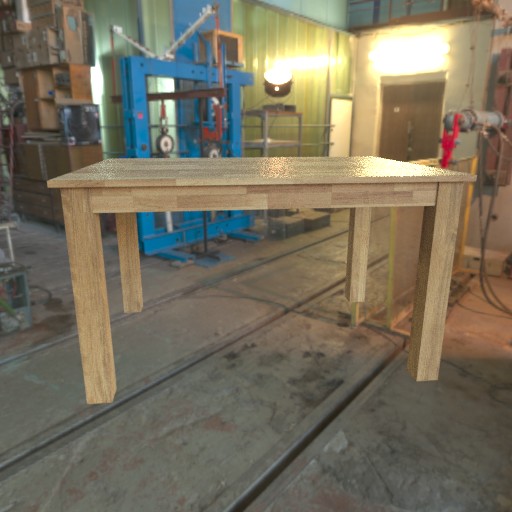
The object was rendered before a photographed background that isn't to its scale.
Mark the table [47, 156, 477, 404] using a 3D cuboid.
[{"bbox_3d":[0.000,0.000,1.862,1.300,0.750,0.900,-2,16,-7],"label":"table"}]
